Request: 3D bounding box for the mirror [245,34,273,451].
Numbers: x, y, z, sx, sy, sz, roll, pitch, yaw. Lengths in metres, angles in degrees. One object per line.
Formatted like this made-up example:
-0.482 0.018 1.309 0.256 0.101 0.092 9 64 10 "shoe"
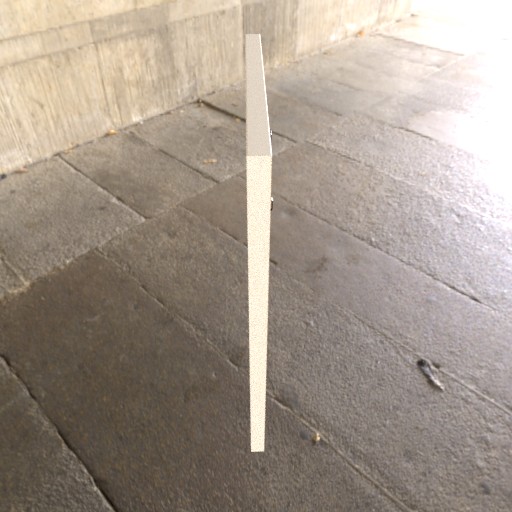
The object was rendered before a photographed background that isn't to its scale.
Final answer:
0.000 0.000 1.161 0.041 0.915 0.609 -1 41 -1 "mirror"
